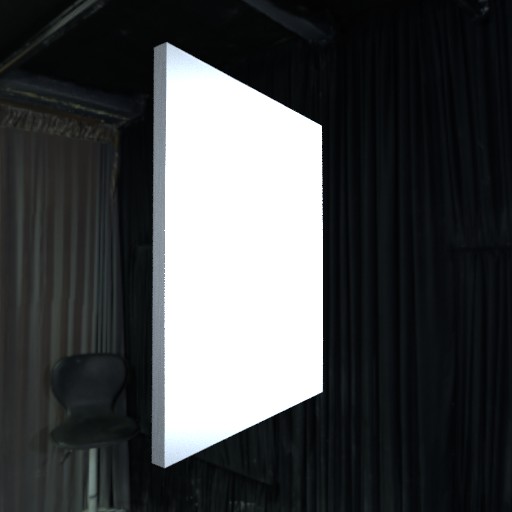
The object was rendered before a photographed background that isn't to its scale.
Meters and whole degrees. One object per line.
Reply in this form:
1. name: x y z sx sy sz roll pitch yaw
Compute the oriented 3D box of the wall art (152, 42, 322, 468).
1. wall art: 0.000 0.000 0.779 0.025 0.569 0.444 -1 -2 36
